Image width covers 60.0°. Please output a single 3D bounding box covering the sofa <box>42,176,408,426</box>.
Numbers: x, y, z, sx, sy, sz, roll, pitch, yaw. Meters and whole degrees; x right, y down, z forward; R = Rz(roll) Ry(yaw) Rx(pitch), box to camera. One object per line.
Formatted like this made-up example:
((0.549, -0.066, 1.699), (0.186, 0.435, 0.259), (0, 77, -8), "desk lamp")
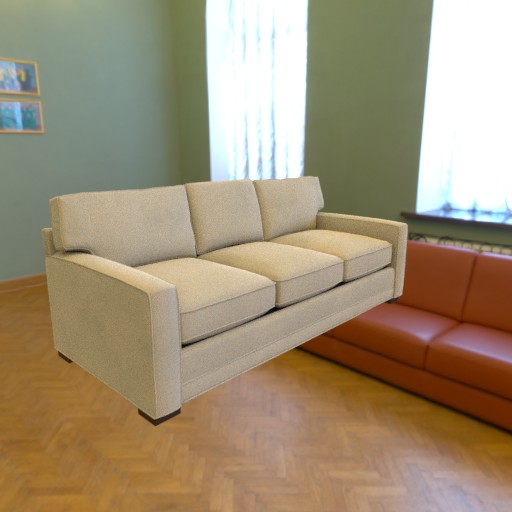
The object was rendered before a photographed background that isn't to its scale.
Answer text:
((0.000, 0.000, 2.644), (0.935, 0.862, 2.088), (13, 18, 42), "sofa")
